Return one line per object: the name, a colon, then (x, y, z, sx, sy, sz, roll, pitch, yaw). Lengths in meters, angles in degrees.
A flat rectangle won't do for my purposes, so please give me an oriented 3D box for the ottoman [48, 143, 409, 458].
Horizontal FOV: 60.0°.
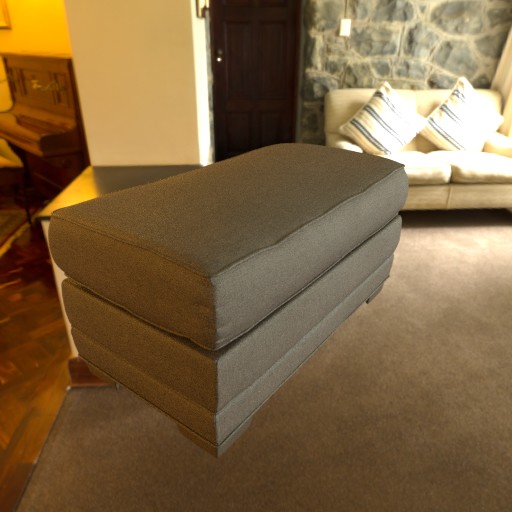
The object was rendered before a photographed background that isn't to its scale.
ottoman: (0.000, 0.000, 1.166, 0.490, 0.448, 0.864, 19, 32, 33)
